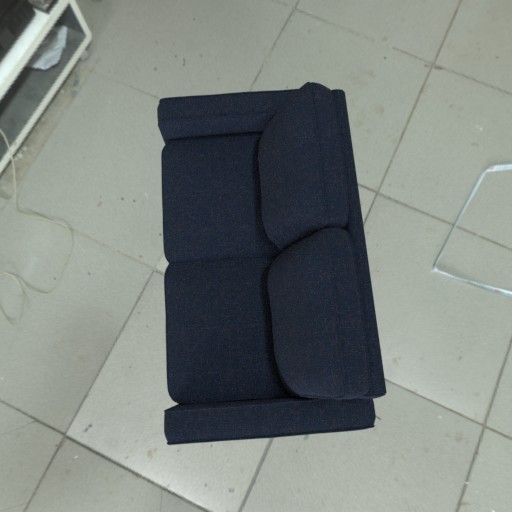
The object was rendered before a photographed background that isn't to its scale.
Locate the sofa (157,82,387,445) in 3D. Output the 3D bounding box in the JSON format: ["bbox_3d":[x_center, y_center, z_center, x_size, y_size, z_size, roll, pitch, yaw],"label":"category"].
[{"bbox_3d":[0.000,0.000,2.254,0.947,0.918,1.709,-4,76,-1],"label":"sofa"}]
